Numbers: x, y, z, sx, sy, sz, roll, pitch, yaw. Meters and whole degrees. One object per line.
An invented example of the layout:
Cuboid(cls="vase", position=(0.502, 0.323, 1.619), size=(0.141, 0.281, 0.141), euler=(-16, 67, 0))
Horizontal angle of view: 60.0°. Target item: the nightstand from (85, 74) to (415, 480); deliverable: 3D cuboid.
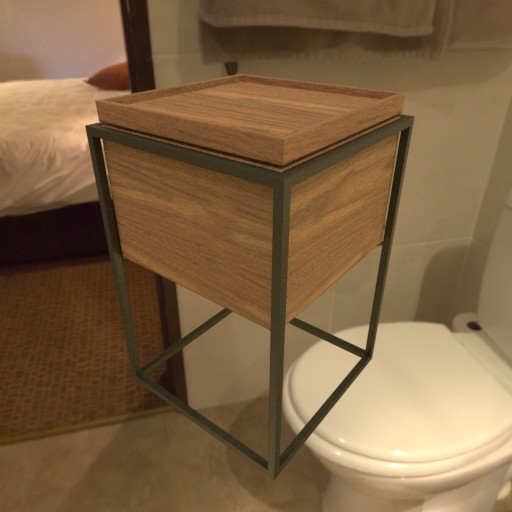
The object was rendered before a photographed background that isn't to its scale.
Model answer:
Cuboid(cls="nightstand", position=(0.000, 0.000, 0.882), size=(0.397, 0.607, 0.397), euler=(22, 36, 32))
